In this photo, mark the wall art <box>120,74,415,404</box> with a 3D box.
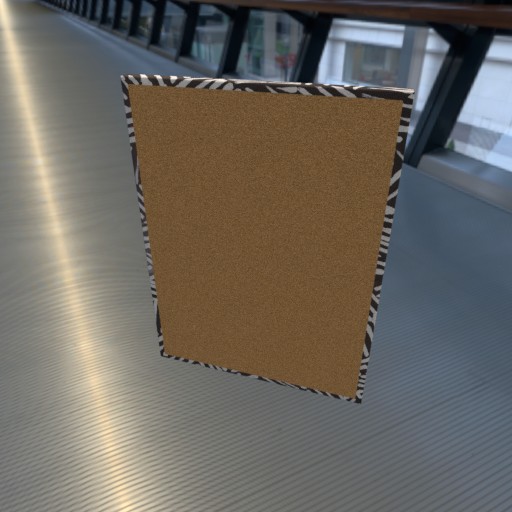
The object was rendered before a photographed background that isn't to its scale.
[{"bbox_3d":[0.000,0.000,1.372,0.765,1.017,0.038,9,32,15],"label":"wall art"}]
